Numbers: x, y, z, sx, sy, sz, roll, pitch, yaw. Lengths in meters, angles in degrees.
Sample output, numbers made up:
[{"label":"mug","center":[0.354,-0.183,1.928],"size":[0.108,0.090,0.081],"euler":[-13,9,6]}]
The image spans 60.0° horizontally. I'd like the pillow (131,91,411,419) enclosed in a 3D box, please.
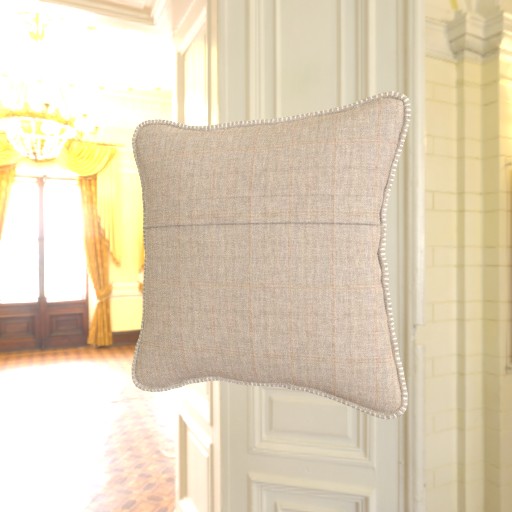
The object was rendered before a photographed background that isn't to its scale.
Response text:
[{"label":"pillow","center":[0.000,0.000,0.738],"size":[0.485,0.494,0.124],"euler":[0,0,19]}]
